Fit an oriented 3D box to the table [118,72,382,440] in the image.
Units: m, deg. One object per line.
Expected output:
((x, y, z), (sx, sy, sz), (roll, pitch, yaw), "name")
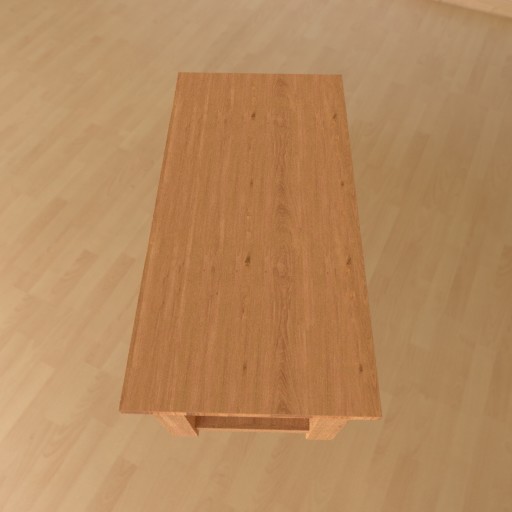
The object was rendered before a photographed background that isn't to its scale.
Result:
((0.000, 0.000, 1.179), (0.450, 0.452, 0.899), (1, 59, 1), "table")
